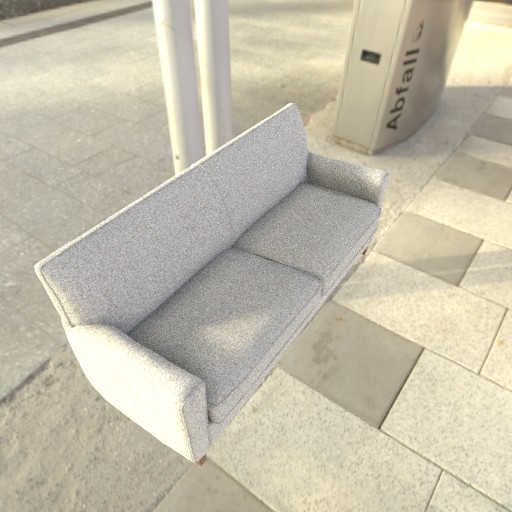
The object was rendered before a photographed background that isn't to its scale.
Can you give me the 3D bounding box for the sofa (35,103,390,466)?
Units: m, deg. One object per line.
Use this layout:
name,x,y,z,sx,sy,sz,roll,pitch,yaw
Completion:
sofa,0.000,0.000,2.511,0.854,0.942,2.026,24,47,25
